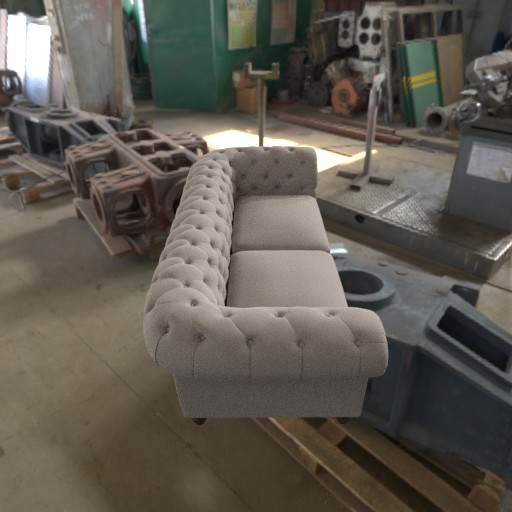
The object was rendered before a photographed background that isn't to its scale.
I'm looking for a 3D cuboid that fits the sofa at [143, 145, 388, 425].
[{"bbox_3d":[0.000,0.000,2.780,0.991,0.749,2.411,0,31,0],"label":"sofa"}]
